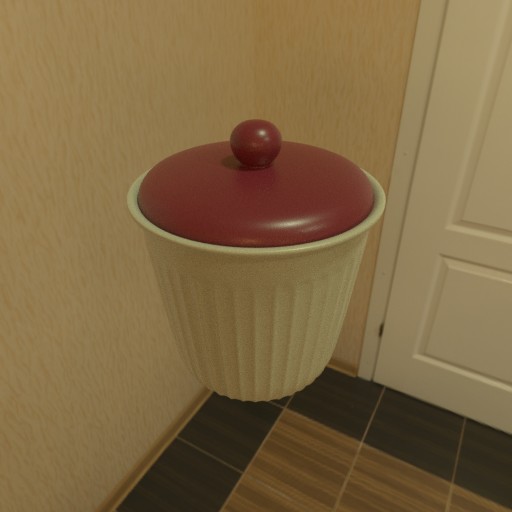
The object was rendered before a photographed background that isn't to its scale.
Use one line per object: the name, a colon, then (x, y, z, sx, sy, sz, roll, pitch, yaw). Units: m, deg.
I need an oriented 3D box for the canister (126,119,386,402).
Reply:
canister: (0.000, 0.000, 0.349, 0.181, 0.211, 0.181, 0, 32, 0)
